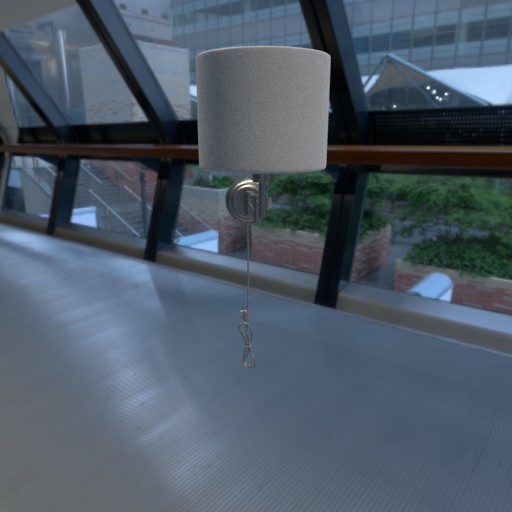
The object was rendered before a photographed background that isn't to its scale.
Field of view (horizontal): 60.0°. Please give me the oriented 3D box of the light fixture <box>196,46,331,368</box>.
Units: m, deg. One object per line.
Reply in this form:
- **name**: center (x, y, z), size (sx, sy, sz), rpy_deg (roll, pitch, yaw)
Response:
- **light fixture**: center (0.000, 0.000, 1.061), size (0.253, 0.842, 0.479), rpy_deg (-2, 16, -7)
